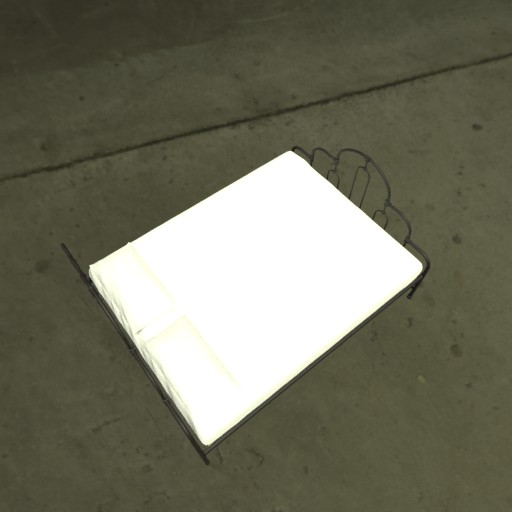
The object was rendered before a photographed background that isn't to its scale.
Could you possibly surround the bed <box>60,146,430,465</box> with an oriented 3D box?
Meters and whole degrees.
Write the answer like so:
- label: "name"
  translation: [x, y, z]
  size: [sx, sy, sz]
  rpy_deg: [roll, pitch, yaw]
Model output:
- label: "bed"
  translation: [0.000, 0.000, 3.222]
  size: [2.163, 1.429, 1.640]
  rpy_deg: [-34, 64, -19]
